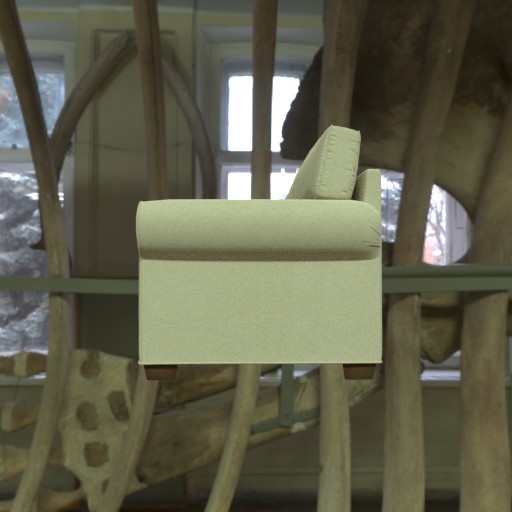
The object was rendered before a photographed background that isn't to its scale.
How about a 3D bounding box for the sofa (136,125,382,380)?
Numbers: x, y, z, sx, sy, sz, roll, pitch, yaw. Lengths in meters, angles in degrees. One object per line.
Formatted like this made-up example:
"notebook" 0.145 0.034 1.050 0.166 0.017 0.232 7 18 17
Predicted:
"sofa" 0.000 0.000 2.609 0.901 0.962 2.146 0 -2 -1
